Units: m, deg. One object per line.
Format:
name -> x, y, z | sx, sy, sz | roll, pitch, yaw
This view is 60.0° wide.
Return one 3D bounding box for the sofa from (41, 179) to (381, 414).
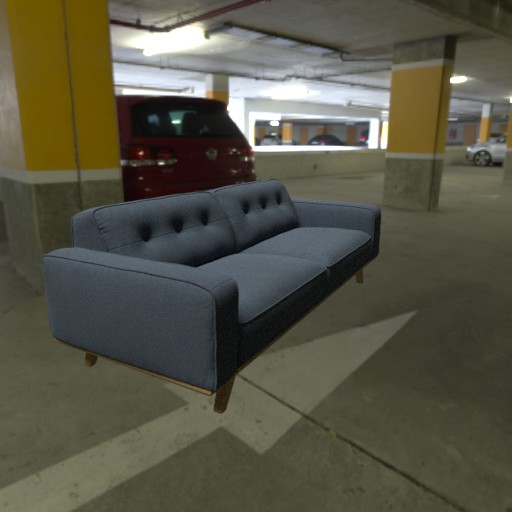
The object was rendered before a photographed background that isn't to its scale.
sofa -> 0.000, 0.000, 2.709 | 0.953, 0.782, 2.270 | 8, 17, 29
